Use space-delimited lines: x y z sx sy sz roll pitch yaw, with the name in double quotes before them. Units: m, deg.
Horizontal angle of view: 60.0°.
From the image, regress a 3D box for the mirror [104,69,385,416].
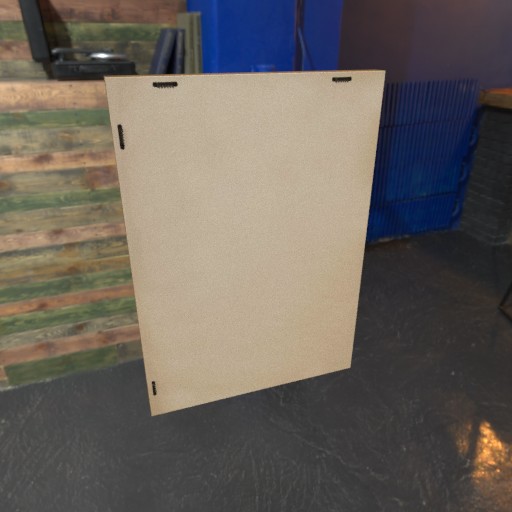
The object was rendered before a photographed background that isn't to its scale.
"mirror" 0.000 0.000 0.929 0.508 0.711 0.039 -9 27 -17
